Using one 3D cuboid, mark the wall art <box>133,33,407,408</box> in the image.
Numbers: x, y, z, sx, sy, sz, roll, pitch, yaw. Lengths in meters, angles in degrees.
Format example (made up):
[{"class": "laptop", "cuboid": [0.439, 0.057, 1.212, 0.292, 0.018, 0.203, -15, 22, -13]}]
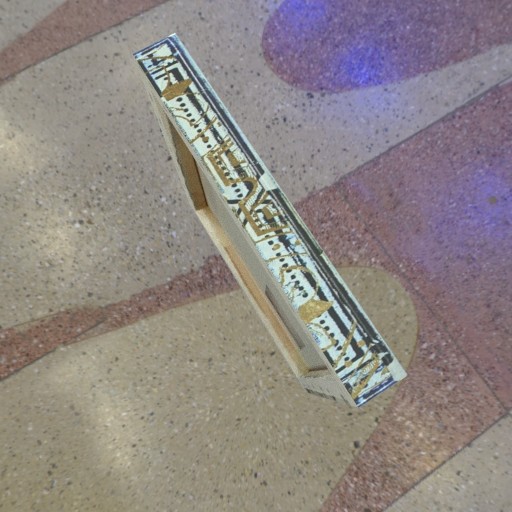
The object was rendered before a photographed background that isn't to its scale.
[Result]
[{"class": "wall art", "cuboid": [0.000, 0.000, 0.455, 0.038, 0.306, 0.302, -31, 77, -8]}]
